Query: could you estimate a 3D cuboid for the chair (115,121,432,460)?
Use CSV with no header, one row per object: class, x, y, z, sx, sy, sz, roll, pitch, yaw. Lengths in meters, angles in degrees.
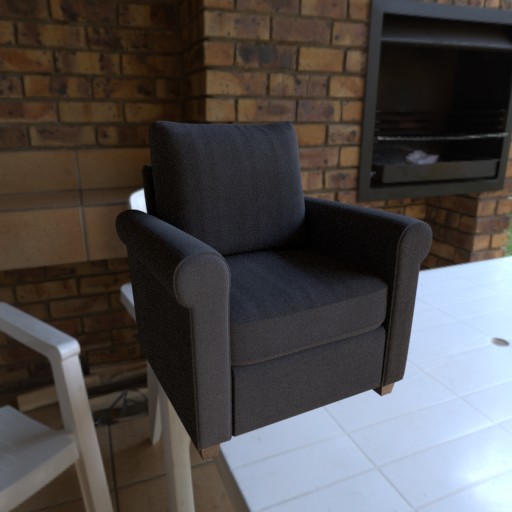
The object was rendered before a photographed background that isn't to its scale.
chair,0.000,0.000,1.616,0.867,0.942,0.828,-9,19,-26
